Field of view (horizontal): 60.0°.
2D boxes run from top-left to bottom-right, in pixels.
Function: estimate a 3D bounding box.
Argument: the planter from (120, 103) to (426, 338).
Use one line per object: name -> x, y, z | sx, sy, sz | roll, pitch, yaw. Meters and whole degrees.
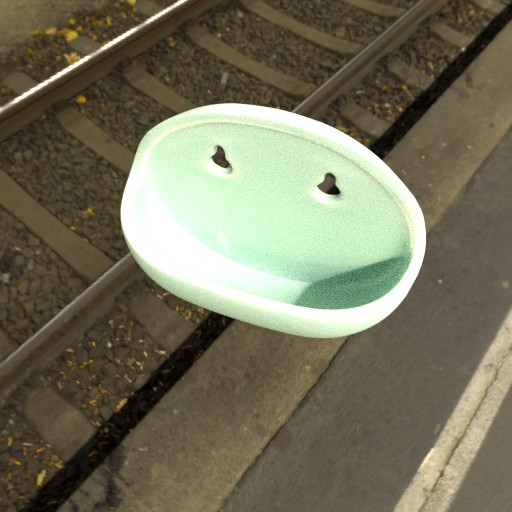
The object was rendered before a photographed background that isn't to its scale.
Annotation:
planter -> 0.000, 0.000, 0.269 | 0.189, 0.164, 0.073 | 16, 60, 10
